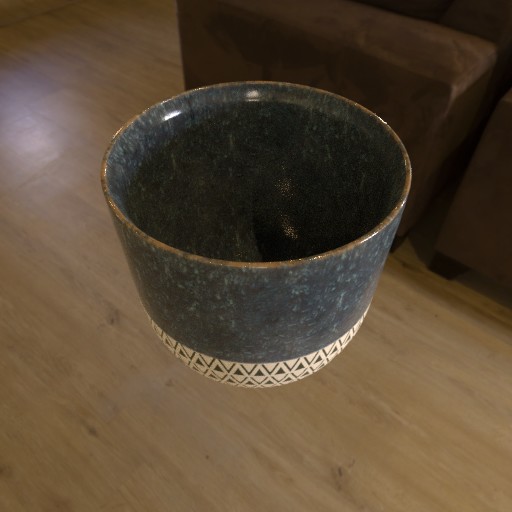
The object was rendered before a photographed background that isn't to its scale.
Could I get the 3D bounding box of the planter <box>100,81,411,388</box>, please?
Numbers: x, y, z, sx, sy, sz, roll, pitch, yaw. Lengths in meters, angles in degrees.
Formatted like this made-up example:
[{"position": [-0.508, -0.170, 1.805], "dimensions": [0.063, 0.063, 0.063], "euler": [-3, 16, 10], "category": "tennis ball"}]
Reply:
[{"position": [0.000, 0.000, 0.487], "dimensions": [0.266, 0.270, 0.266], "euler": [0, 48, 0], "category": "planter"}]
